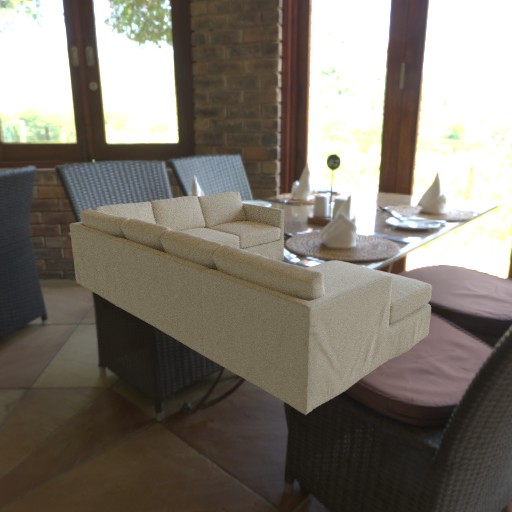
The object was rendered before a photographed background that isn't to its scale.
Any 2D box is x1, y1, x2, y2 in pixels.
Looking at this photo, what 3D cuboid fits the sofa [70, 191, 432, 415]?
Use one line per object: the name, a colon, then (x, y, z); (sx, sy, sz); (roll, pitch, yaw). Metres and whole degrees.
sofa: (0.000, 0.000, 4.550); (2.448, 0.882, 3.464); (-15, 21, -42)
